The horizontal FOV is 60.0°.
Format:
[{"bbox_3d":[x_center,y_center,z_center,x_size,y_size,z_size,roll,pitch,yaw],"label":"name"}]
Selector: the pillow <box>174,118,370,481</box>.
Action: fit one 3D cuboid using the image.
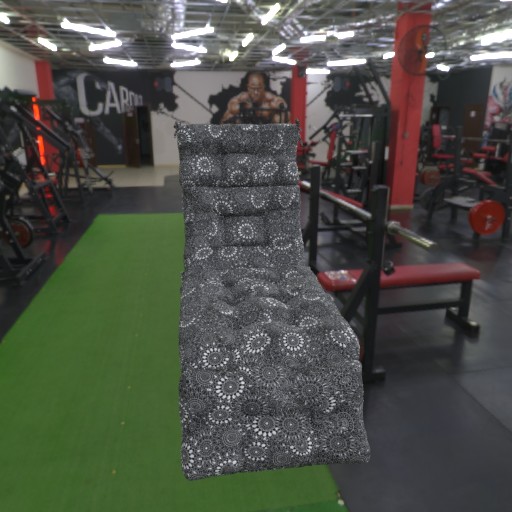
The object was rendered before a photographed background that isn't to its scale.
[{"bbox_3d":[0.000,0.000,1.456,0.526,0.863,1.016,-2,18,-7],"label":"pillow"}]
